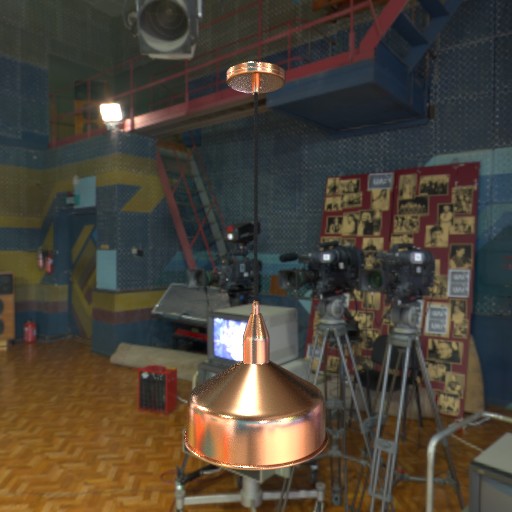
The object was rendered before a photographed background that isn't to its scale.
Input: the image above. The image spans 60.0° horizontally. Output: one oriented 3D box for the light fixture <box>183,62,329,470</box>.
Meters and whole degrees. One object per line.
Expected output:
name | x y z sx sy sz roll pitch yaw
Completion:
light fixture | 0.000 0.000 0.925 0.301 0.754 0.301 0 1 0
